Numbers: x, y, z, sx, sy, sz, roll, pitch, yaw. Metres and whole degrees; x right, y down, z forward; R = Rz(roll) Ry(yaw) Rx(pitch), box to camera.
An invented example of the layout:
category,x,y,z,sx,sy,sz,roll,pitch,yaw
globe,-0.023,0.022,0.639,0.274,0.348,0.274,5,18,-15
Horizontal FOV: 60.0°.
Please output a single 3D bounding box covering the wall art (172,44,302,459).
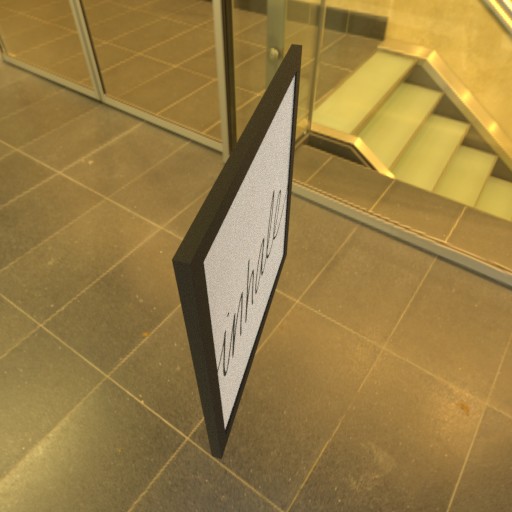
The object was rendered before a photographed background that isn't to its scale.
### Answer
category,x,y,z,sx,sy,sz,roll,pitch,yaw
wall art,0.000,0.000,0.529,0.013,0.356,0.356,12,48,11
